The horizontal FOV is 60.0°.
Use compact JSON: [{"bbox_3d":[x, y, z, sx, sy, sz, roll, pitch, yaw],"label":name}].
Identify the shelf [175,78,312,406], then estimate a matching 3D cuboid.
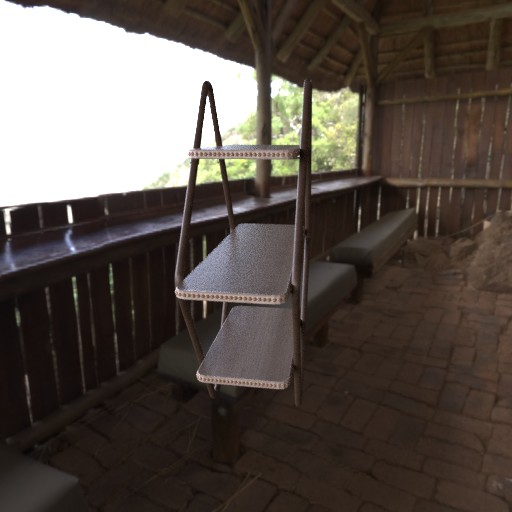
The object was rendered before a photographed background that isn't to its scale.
[{"bbox_3d":[0.000,0.000,1.036,0.234,0.774,0.609,2,15,9],"label":"shelf"}]
